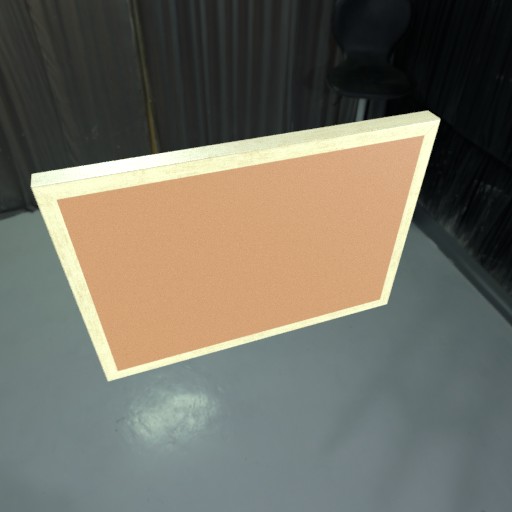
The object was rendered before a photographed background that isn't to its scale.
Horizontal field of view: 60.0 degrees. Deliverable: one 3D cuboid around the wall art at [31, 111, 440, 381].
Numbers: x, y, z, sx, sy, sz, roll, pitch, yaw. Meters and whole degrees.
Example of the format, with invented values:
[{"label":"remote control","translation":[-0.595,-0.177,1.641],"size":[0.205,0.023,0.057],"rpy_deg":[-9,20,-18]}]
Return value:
[{"label":"wall art","translation":[0.000,0.000,0.688],"size":[0.533,0.381,0.032],"rpy_deg":[-13,43,-14]}]
